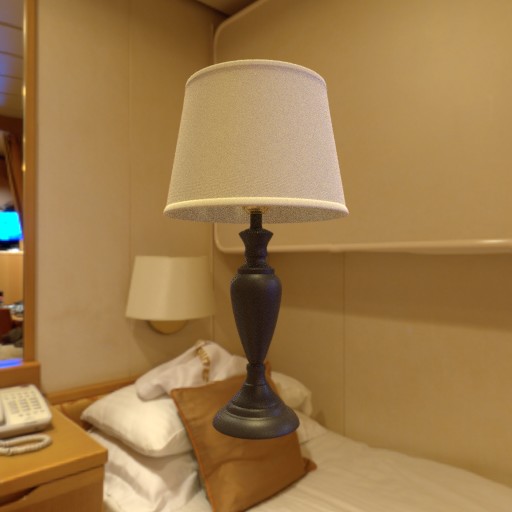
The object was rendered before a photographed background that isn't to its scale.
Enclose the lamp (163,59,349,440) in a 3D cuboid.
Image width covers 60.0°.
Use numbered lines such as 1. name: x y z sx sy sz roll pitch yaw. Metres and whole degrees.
1. lamp: 0.000 0.000 0.816 0.335 0.611 0.335 0 0 0
